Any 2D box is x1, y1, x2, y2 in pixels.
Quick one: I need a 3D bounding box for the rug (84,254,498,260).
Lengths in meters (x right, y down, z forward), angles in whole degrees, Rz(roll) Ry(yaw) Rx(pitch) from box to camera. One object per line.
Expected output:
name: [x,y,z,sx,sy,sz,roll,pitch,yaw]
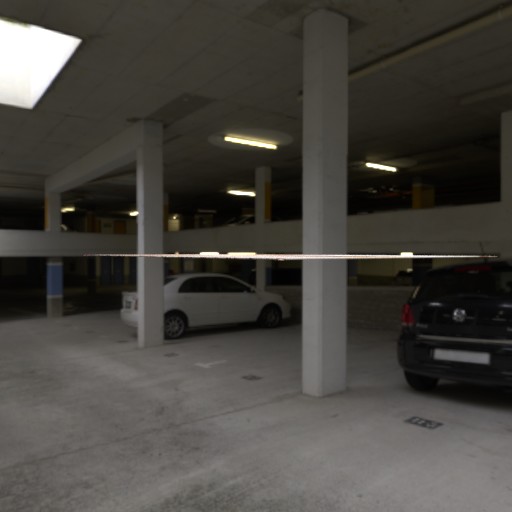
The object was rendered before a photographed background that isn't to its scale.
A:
rug: [0.000,0.000,2.351,1.268,0.007,1.918,0,1,-37]
